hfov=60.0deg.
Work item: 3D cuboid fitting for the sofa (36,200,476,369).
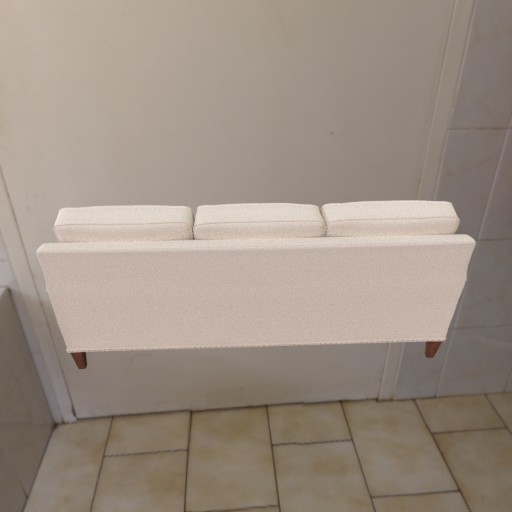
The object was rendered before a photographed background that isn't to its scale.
[{"bbox_3d":[0.000,0.000,2.792,2.246,1.003,1.084,-1,30,-2],"label":"sofa"}]
